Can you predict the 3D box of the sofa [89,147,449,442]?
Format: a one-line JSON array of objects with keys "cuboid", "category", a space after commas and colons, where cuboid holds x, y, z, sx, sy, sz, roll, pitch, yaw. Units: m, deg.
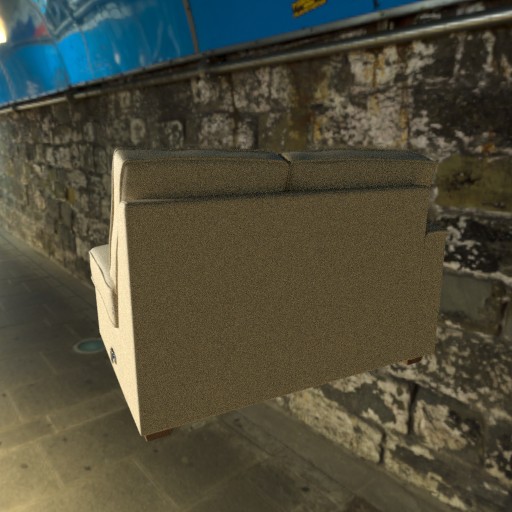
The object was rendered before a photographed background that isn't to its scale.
[{"cuboid": [0.000, 0.000, 2.059, 1.388, 0.989, 0.991, -7, 16, -26], "category": "sofa"}]
